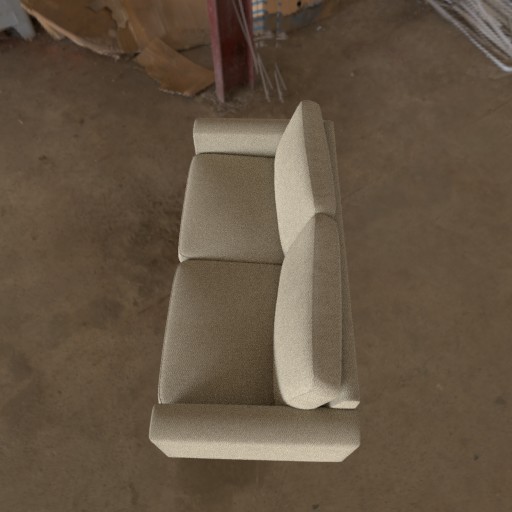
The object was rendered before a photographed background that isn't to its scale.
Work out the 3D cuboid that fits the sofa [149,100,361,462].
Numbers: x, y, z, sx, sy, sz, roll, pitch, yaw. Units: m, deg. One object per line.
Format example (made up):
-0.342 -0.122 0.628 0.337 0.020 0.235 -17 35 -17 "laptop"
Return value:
0.000 0.000 2.704 1.016 0.873 2.179 1 58 1 "sofa"
